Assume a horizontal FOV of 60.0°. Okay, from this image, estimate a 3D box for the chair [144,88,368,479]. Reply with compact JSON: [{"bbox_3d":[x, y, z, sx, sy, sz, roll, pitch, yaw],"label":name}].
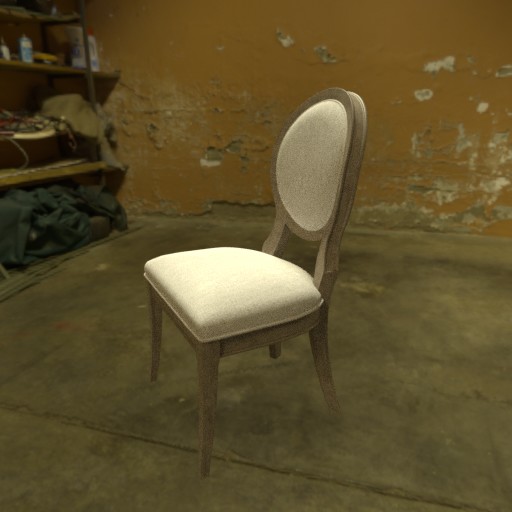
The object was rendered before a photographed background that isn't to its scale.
[{"bbox_3d":[0.000,0.000,1.370,0.602,0.990,0.558,-9,19,-26],"label":"chair"}]
